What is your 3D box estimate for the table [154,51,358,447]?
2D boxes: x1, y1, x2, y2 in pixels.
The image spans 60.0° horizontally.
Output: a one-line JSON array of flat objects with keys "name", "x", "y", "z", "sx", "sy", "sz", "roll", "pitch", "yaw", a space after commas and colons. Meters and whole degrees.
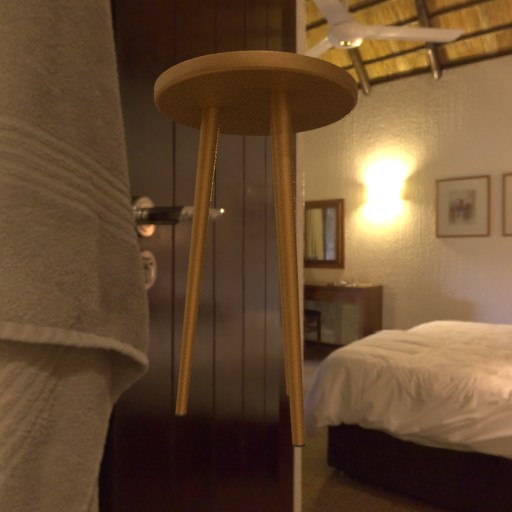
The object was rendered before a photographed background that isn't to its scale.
[{"name": "table", "x": 0.000, "y": 0.000, "z": 0.667, "sx": 0.299, "sy": 0.480, "sz": 0.299, "roll": 0, "pitch": 0, "yaw": -1}]
